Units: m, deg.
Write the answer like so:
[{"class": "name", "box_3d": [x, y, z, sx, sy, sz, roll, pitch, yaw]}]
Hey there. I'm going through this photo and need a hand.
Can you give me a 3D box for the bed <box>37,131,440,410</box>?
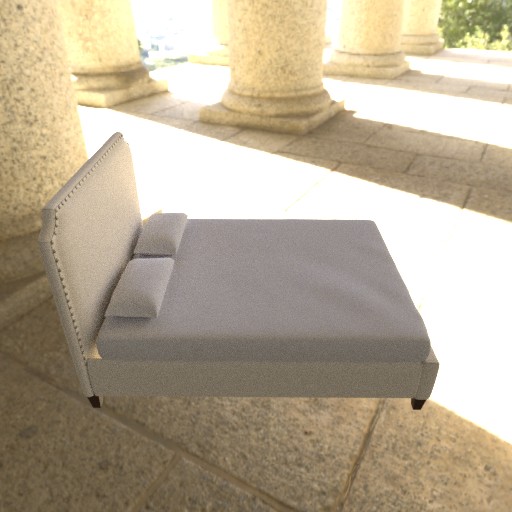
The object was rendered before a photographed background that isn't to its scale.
[{"class": "bed", "box_3d": [0.000, 0.000, 3.377, 2.372, 1.497, 1.712, 0, 32, 0]}]
